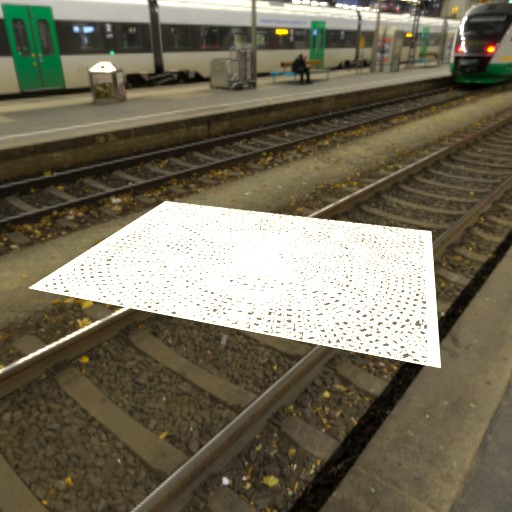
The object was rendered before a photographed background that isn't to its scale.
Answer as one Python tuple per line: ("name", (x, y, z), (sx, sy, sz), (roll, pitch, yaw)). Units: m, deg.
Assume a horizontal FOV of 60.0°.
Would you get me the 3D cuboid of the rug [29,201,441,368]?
("rug", (0.000, 0.000, 2.155), (1.634, 0.003, 1.190), (8, 27, 16))
